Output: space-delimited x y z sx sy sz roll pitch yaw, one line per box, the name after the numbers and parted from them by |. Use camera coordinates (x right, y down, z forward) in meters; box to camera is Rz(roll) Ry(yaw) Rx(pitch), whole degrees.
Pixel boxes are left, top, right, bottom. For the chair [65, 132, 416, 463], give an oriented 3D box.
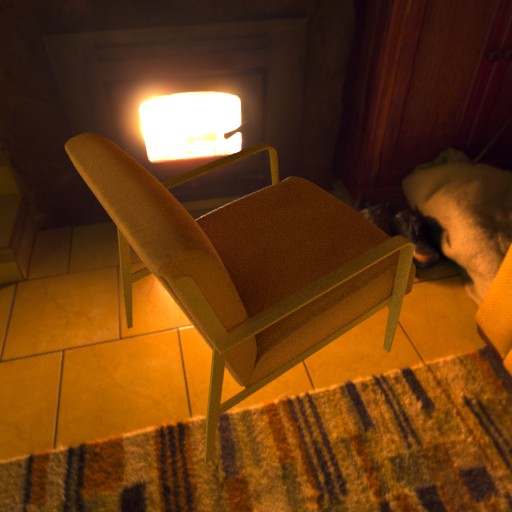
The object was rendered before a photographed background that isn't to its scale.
0.000 0.000 1.432 0.848 0.823 0.701 -24 47 -25 | chair
